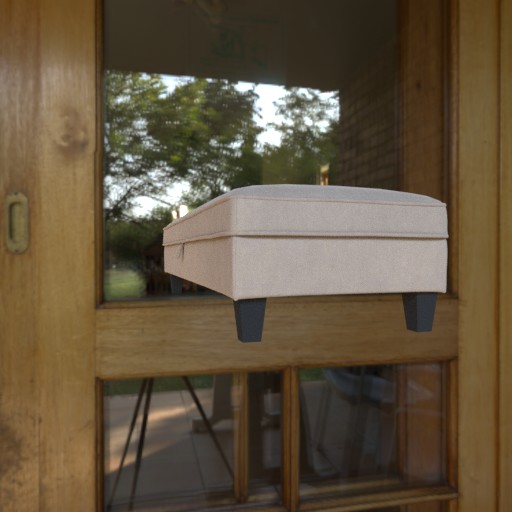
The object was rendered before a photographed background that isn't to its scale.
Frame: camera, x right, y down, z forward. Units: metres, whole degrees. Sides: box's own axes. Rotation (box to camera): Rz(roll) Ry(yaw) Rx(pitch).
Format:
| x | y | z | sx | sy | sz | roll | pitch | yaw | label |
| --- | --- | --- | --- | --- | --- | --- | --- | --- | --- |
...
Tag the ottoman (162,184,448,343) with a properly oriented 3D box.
| x | y | z | sx | sy | sz | roll | pitch | yaw | label |
| --- | --- | --- | --- | --- | --- | --- | --- | --- | --- |
| 0.000 | 0.000 | 2.049 | 0.735 | 0.460 | 1.726 | 0 | 0 | -18 | ottoman |
